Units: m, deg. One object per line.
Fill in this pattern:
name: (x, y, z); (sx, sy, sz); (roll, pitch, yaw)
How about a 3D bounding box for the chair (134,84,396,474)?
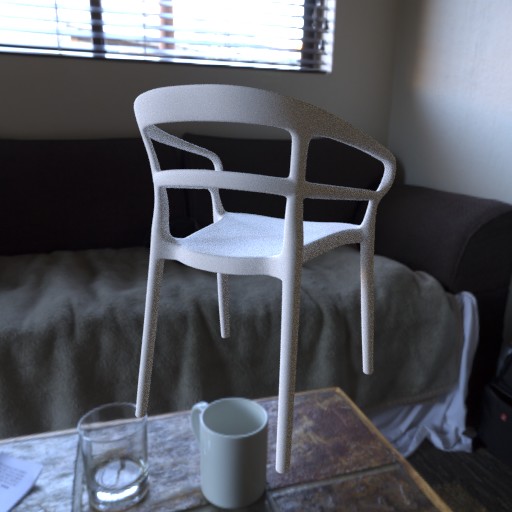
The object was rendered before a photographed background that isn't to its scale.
chair: (0.000, 0.000, 1.114); (0.559, 0.761, 0.527); (8, 18, 28)
